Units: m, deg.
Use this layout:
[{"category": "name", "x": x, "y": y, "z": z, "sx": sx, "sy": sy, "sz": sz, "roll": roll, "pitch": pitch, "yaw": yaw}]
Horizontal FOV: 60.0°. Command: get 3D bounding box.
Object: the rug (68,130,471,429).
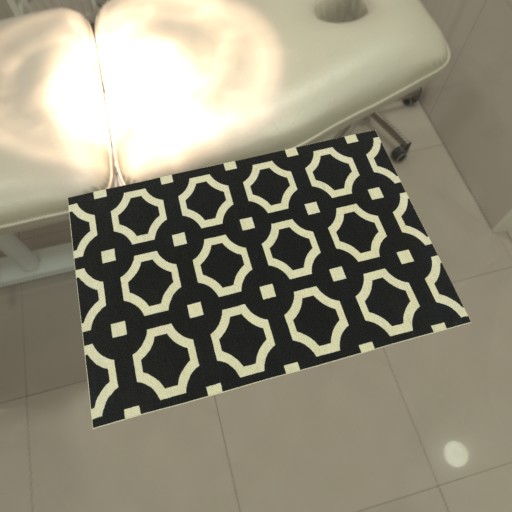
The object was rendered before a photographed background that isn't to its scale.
[{"category": "rug", "x": 0.000, "y": 0.000, "z": 2.880, "sx": 2.286, "sy": 0.016, "sz": 1.555, "roll": -14, "pitch": 65, "yaw": -7}]
